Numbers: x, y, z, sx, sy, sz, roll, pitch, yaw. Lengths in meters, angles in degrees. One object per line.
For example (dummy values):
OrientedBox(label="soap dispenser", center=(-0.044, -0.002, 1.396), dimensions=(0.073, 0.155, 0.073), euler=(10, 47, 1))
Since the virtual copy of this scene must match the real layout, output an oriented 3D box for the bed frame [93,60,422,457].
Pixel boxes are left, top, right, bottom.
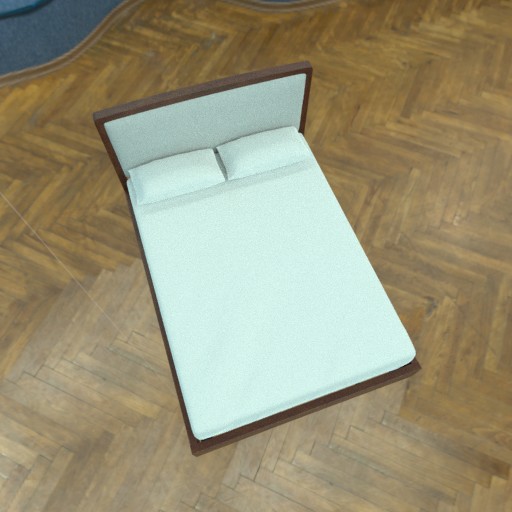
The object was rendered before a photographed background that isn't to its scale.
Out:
OrientedBox(label="bed frame", center=(0.000, 0.000, 3.165), dimensions=(1.587, 1.279, 2.171), euler=(-17, 64, -9))
